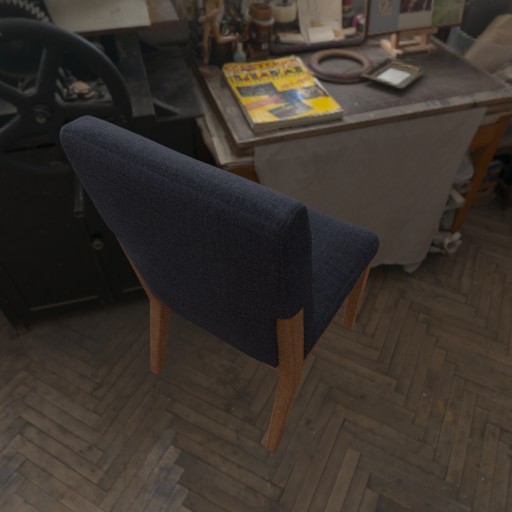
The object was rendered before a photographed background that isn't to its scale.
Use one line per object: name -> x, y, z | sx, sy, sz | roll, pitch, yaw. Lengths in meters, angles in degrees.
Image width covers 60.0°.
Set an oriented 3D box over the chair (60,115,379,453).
chair -> 0.000, 0.000, 1.183 | 0.507, 0.911, 0.586 | 26, 52, 22
